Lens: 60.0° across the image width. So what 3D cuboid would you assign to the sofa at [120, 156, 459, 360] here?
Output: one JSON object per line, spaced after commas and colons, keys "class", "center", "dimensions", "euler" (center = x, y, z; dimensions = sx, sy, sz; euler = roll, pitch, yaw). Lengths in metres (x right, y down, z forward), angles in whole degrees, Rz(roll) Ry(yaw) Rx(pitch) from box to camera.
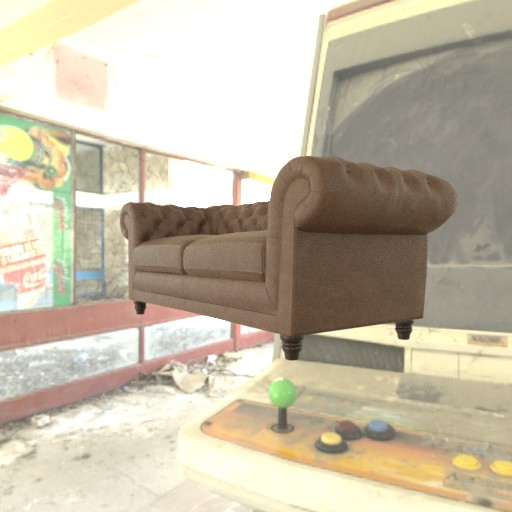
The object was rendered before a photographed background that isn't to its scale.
{"class": "sofa", "center": [0.000, 0.000, 2.563], "dimensions": [0.955, 0.784, 2.048], "euler": [0, 0, -36]}
